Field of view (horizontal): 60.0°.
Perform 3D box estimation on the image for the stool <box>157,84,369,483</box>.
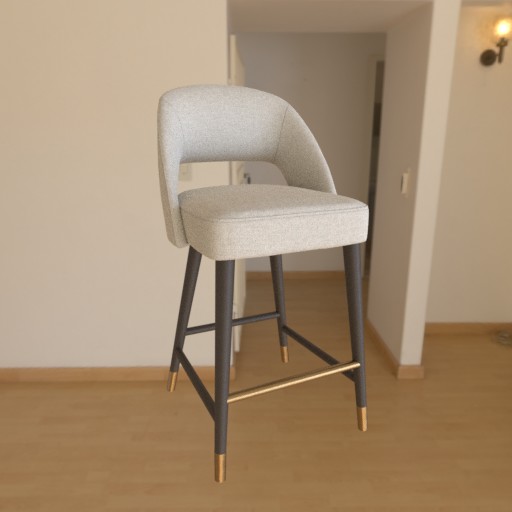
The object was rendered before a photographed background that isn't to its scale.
[{"bbox_3d":[0.000,0.000,1.235,0.494,0.940,0.509,-7,17,-25],"label":"stool"}]
